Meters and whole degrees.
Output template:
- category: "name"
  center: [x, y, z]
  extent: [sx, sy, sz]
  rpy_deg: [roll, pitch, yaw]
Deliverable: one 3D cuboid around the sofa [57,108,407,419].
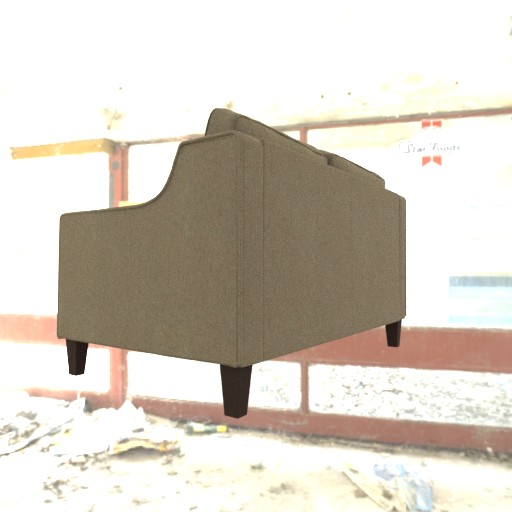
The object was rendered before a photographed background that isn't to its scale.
- category: "sofa"
  center: [0.000, 0.000, 2.141]
  extent: [0.985, 0.981, 1.503]
  rpy_deg: [-1, -2, 36]
